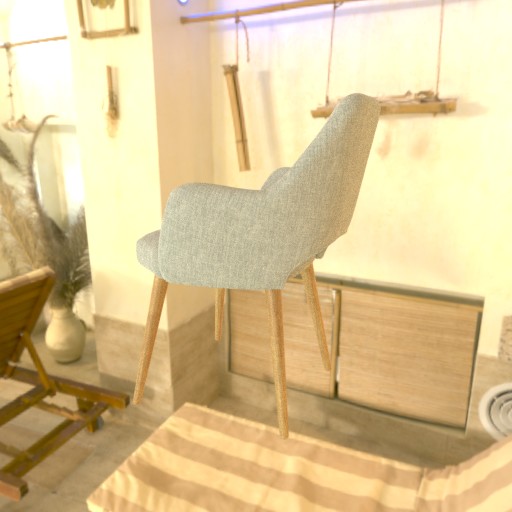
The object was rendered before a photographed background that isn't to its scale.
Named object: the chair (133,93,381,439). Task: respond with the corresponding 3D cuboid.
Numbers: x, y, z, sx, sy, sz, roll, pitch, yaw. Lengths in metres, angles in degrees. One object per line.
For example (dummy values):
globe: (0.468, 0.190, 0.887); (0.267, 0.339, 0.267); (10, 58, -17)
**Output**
chair: (0.000, 0.000, 1.255); (0.610, 0.840, 0.590); (7, 17, 25)
